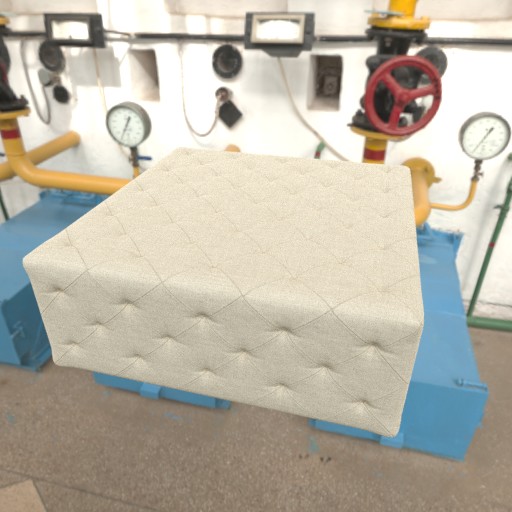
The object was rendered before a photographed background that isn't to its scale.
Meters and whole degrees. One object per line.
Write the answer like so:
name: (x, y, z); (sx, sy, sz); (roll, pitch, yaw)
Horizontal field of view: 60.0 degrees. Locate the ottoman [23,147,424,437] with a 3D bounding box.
ottoman: (0.000, 0.000, 1.579); (1.028, 0.439, 1.028); (8, 32, 13)
